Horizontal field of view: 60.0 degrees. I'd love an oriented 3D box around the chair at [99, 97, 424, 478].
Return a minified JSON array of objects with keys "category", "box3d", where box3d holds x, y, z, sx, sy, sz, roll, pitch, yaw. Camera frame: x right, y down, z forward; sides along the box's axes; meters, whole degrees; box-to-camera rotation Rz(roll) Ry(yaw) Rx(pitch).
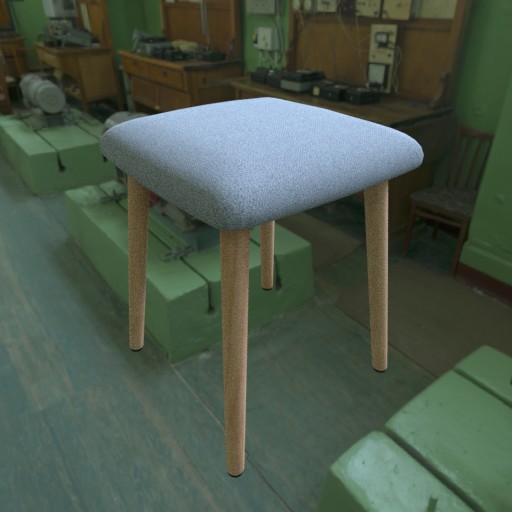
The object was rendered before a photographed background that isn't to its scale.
[{"category":"chair","box3d":[0.000,0.000,0.709,0.350,0.440,0.350,-22,37,-32]}]
